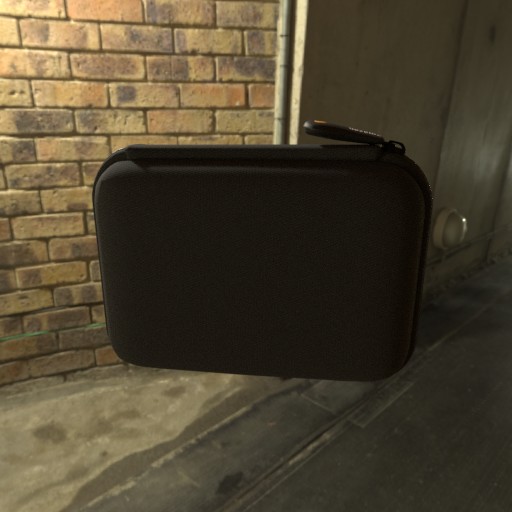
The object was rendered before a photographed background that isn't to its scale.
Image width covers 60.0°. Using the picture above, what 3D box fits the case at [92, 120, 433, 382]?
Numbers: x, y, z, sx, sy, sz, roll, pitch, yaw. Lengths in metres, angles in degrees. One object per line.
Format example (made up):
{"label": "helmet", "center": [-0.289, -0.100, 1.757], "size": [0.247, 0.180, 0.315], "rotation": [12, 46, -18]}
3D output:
{"label": "case", "center": [0.000, 0.000, 0.180], "size": [0.132, 0.105, 0.038], "rotation": [2, 17, 7]}
